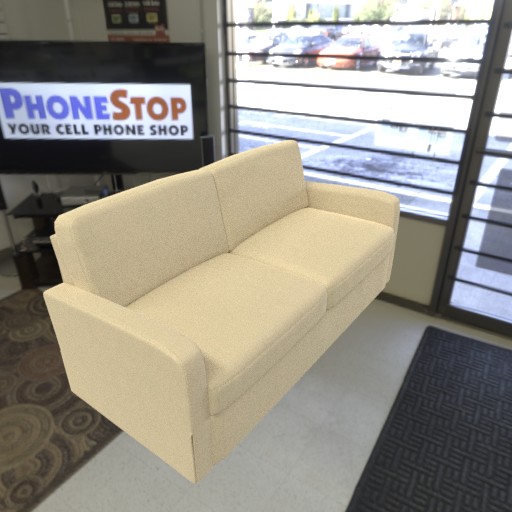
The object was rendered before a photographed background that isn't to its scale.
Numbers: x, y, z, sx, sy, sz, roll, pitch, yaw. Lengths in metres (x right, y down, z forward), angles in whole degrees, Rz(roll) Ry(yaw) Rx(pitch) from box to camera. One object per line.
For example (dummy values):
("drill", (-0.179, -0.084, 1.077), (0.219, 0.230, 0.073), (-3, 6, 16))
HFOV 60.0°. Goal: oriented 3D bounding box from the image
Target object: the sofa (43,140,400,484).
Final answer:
("sofa", (0.000, 0.000, 2.241), (0.894, 0.831, 1.808), (19, 33, 32))
